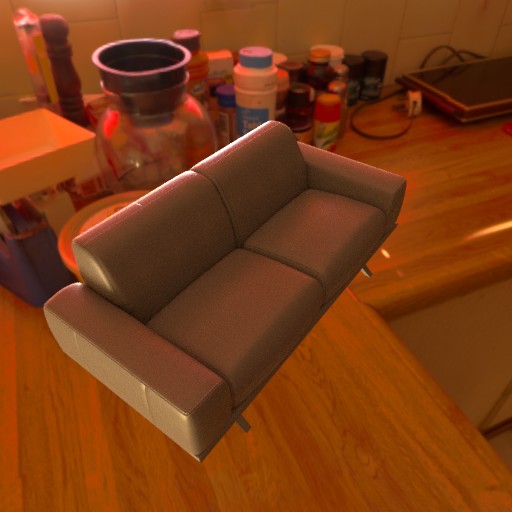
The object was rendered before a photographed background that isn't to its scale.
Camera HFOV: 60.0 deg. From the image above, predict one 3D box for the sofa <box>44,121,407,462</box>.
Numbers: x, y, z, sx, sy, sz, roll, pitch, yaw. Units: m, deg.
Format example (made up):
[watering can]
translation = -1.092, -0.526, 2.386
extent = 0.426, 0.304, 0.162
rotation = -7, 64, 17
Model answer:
[sofa]
translation = 0.000, 0.000, 2.341
extent = 0.900, 0.772, 1.901
rotation = 26, 48, 27
